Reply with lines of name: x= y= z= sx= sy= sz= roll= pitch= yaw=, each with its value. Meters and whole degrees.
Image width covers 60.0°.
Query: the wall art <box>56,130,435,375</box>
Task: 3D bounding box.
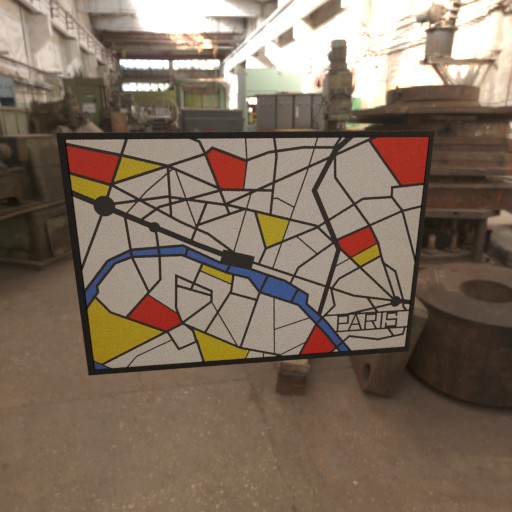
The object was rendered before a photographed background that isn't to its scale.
wall art: x=0.000 y=0.000 z=0.848 sx=0.664 sy=0.458 sz=0.013 roll=-2 pitch=18 yaw=-8
